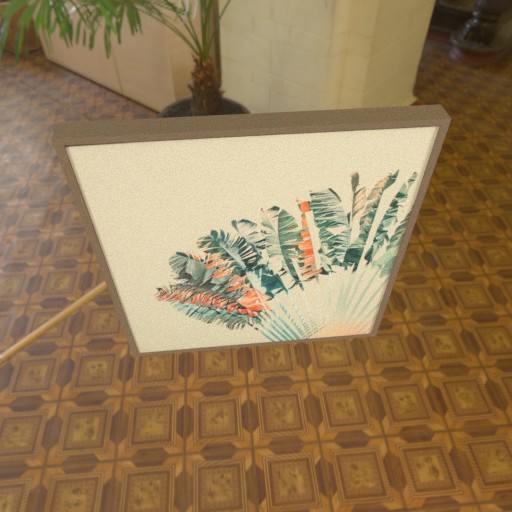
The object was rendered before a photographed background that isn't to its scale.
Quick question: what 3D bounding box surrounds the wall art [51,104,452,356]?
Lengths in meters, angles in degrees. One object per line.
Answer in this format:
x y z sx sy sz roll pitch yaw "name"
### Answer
0.000 0.000 0.756 0.508 0.506 0.038 -4 46 -4 "wall art"
